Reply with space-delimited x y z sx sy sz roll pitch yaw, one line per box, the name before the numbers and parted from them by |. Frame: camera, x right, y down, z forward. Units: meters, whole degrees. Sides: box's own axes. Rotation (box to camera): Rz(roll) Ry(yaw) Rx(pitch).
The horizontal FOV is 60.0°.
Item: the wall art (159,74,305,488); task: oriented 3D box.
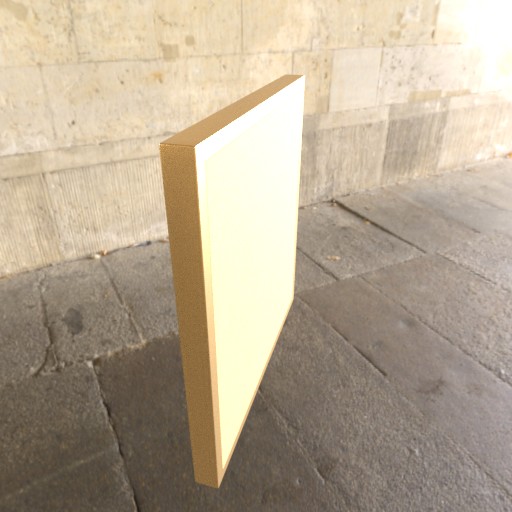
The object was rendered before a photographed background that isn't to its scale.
wall art | 0.000 0.000 0.448 0.023 0.305 0.305 8 30 15
